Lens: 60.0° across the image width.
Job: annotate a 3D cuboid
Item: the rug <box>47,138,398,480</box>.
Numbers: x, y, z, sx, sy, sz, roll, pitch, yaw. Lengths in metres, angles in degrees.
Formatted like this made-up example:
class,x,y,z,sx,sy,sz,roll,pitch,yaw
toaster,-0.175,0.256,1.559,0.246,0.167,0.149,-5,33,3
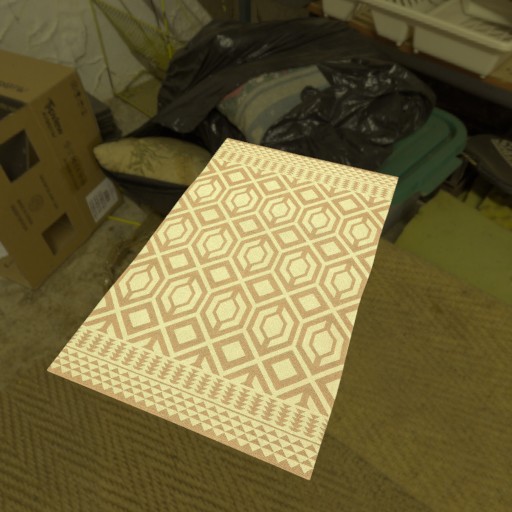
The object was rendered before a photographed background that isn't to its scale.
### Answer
class,x,y,z,sx,sy,sz,roll,pitch,yaw
rug,0.000,0.000,3.016,1.526,0.011,2.435,17,50,14
